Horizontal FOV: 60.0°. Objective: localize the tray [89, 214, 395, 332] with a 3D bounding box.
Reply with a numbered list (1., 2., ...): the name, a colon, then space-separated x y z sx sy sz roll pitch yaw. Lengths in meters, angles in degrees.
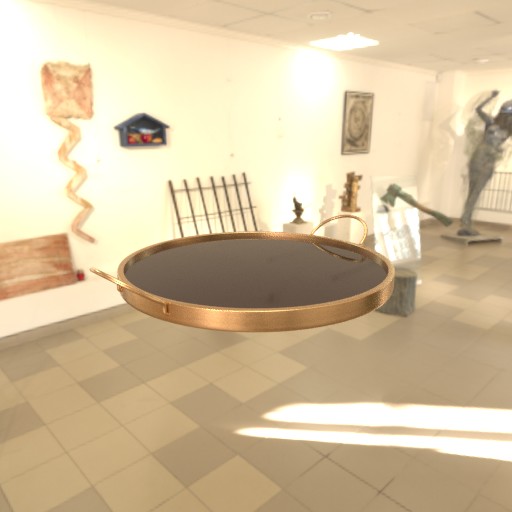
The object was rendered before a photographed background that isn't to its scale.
1. tray: 0.000 0.000 0.728 0.543 0.069 0.438 -14 21 -42
